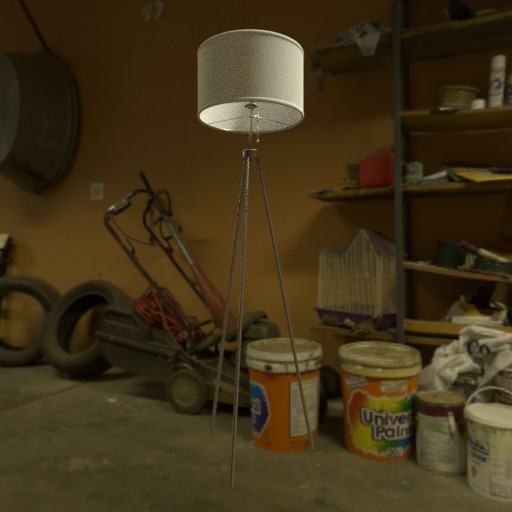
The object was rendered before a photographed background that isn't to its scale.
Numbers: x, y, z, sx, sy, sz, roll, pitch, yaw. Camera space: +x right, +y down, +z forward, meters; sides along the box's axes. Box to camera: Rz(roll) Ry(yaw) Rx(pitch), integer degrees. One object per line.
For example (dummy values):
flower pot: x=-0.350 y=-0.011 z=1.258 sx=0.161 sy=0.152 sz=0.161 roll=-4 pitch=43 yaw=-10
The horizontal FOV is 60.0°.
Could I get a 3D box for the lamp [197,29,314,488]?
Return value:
lamp: x=0.000 y=0.000 z=1.732 sx=0.458 sy=1.545 sz=0.448 roll=0 pitch=0 yaw=-18
